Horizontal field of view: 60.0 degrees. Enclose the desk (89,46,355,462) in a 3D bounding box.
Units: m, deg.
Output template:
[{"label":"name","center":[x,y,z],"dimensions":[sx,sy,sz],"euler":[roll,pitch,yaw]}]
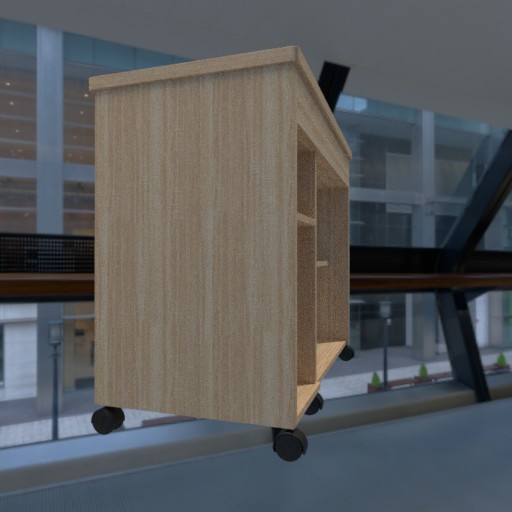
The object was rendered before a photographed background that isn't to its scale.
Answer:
[{"label":"desk","center":[0.000,0.000,1.302],"dimensions":[0.480,0.770,0.884],"euler":[0,0,19]}]
